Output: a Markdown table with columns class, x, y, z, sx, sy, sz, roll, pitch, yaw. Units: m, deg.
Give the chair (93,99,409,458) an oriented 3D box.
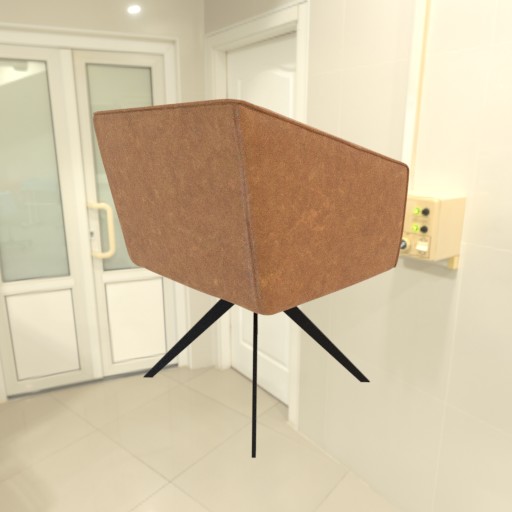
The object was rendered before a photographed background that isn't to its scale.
| class | x | y | z | sx | sy | sz | roll | pitch | yaw |
| --- | --- | --- | --- | --- | --- | --- | --- | --- | --- |
| chair | 0.000 | 0.000 | 1.230 | 0.625 | 0.760 | 0.588 | -14 | 20 | -42 |
